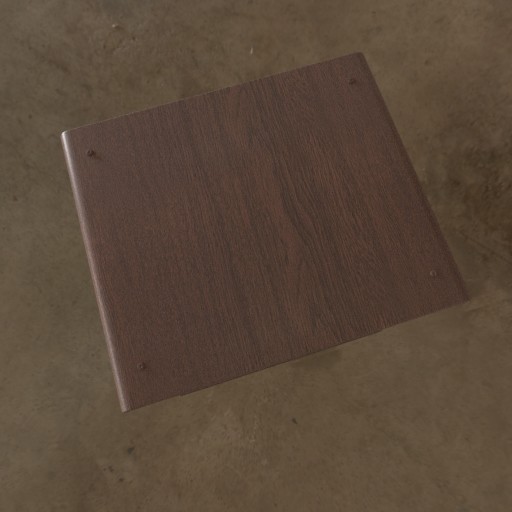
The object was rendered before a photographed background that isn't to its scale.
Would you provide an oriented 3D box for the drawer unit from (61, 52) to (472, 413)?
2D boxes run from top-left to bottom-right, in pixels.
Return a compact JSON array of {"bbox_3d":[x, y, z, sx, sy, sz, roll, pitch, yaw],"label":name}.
[{"bbox_3d":[0.000,0.000,0.603,0.344,0.344,0.290,-17,76,-4],"label":"drawer unit"}]
